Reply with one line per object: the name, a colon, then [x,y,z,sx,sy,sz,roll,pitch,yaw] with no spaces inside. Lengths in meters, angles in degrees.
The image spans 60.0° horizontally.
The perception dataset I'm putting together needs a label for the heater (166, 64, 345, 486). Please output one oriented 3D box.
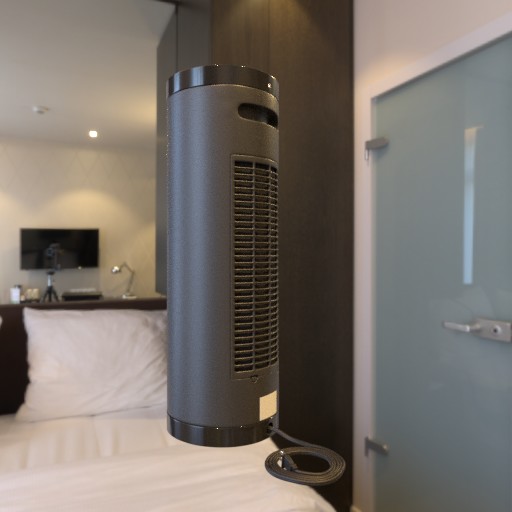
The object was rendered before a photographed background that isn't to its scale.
heater: [0.000,0.000,0.670,0.312,0.552,0.174,0,0,35]
